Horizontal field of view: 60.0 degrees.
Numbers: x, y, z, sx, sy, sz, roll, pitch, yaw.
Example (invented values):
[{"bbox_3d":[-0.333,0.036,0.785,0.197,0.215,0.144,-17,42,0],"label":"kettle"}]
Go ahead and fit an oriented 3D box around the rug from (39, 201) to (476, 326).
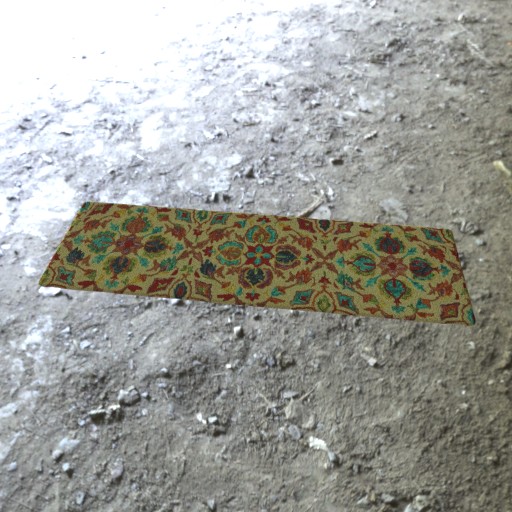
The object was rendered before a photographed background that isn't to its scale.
[{"bbox_3d":[0.000,0.000,2.503,2.273,0.016,0.693,5,48,4],"label":"rug"}]
